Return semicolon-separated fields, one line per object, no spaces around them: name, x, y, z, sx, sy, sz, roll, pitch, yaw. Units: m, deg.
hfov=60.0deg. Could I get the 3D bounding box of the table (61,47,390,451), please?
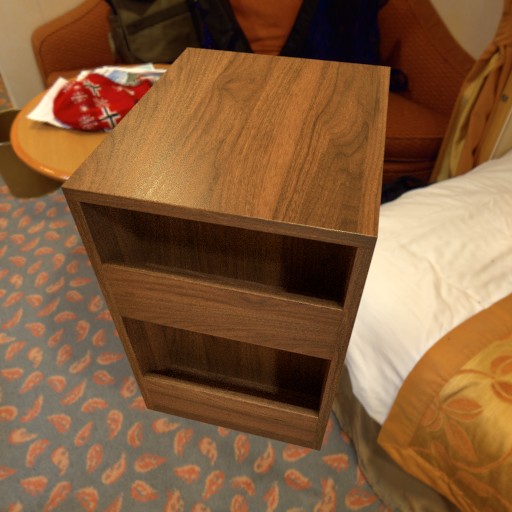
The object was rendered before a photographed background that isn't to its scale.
table;0.000;0.000;1.522;0.660;1.041;0.786;10;46;10
